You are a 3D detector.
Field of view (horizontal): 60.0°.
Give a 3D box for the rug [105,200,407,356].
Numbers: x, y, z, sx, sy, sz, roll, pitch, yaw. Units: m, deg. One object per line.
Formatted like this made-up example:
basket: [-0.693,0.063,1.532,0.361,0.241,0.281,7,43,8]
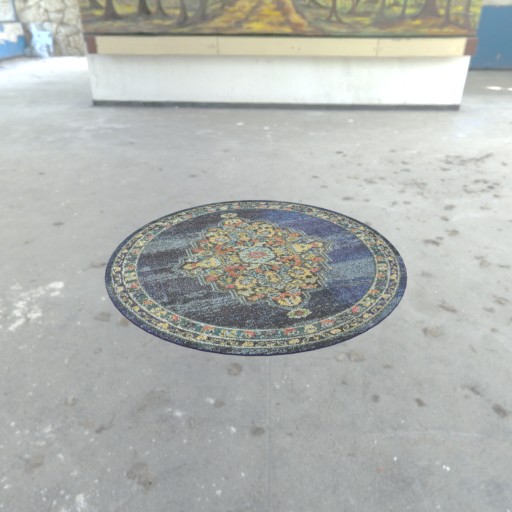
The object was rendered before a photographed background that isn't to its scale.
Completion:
rug: [0.000,0.000,3.648,2.386,0.014,2.386,0,30,0]
